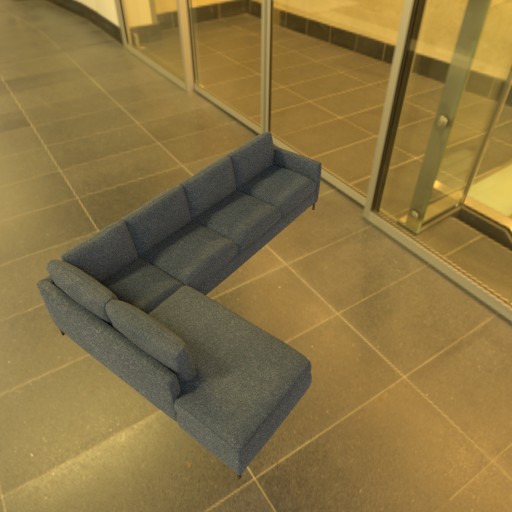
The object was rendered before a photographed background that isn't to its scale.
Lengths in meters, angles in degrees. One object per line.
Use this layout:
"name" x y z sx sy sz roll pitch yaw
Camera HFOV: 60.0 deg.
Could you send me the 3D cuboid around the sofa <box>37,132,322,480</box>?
"sofa" 0.000 0.000 3.886 2.007 0.815 2.949 27 48 27
